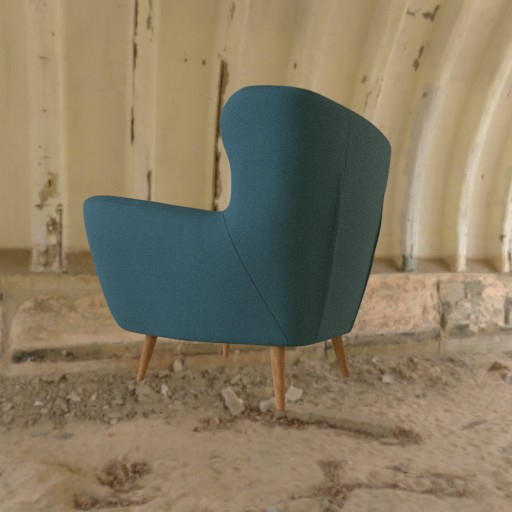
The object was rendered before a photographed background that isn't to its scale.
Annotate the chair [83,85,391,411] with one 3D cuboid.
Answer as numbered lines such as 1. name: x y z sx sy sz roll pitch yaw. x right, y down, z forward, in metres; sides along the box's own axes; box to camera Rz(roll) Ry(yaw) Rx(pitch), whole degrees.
1. chair: 0.000 0.000 1.603 0.889 0.889 0.890 -1 -1 35
